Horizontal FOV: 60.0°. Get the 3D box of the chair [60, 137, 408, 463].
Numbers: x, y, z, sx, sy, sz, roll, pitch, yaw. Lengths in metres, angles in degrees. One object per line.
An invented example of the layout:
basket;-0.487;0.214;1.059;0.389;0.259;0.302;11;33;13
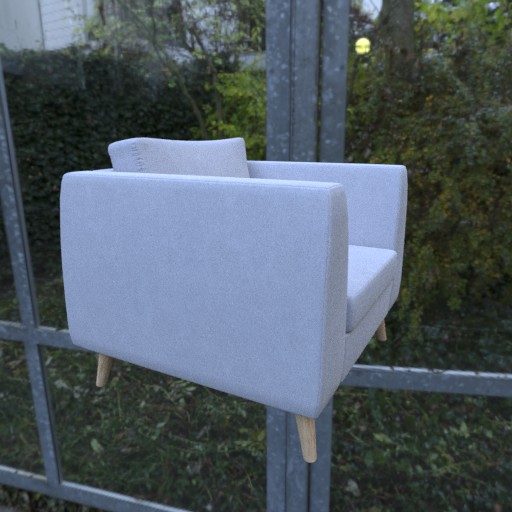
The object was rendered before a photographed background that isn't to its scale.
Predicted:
chair;0.000;0.000;1.666;0.930;0.860;1.000;8;17;27
